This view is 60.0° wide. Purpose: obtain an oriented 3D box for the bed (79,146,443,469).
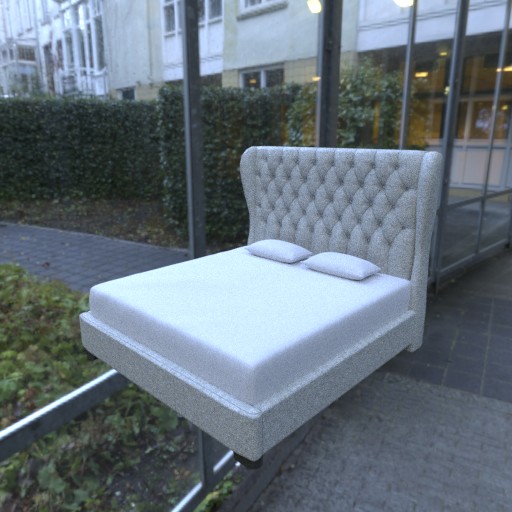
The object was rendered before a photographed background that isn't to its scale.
[{"bbox_3d":[0.000,0.000,3.849,2.219,1.771,2.347,14,21,42],"label":"bed"}]
